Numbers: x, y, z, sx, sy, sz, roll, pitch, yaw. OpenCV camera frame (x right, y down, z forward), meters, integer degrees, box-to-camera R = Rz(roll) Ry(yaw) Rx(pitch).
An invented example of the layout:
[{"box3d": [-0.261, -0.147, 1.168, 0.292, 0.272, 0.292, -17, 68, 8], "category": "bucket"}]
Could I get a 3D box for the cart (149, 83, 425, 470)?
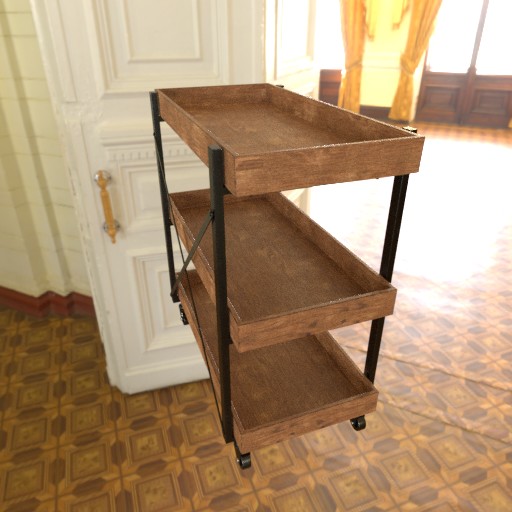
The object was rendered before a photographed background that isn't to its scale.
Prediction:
[{"box3d": [0.000, 0.000, 1.235, 0.411, 0.800, 0.750, -10, 30, -18], "category": "cart"}]
